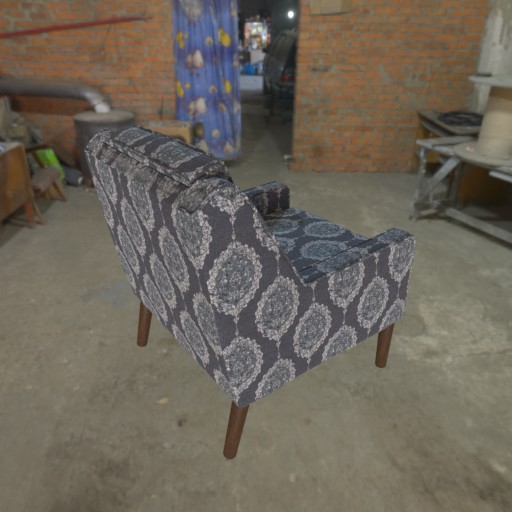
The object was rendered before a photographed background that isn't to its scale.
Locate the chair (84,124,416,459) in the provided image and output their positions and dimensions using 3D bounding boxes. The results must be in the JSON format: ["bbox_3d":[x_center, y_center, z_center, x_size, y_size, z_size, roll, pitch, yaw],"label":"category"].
[{"bbox_3d":[0.000,0.000,1.367,0.743,0.792,0.663,-18,32,-32],"label":"chair"}]
